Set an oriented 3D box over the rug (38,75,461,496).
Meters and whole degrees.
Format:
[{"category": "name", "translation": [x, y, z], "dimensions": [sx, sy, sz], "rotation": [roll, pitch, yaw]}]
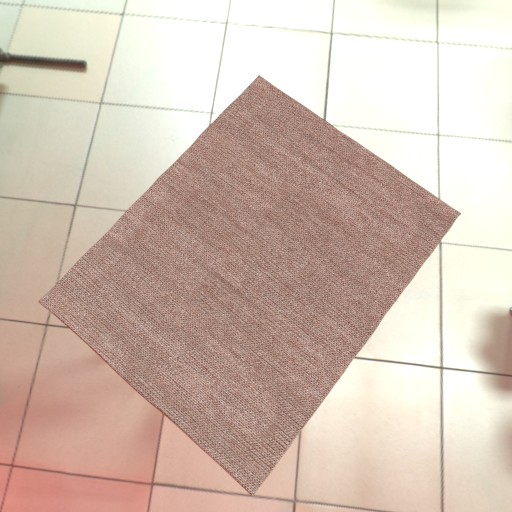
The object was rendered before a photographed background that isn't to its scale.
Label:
[{"category": "rug", "translation": [0.000, 0.000, 3.984], "dimensions": [2.429, 0.030, 3.052], "rotation": [38, 77, 10]}]
